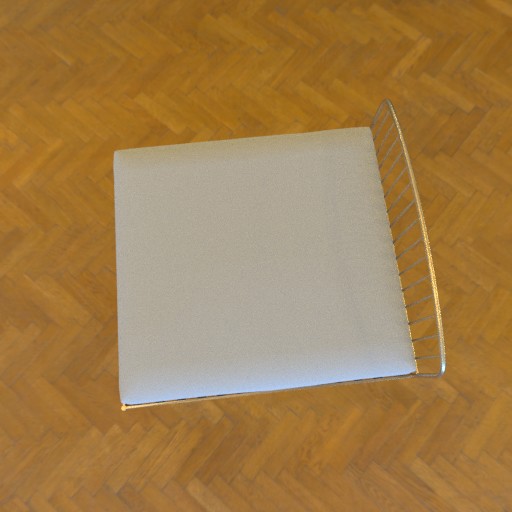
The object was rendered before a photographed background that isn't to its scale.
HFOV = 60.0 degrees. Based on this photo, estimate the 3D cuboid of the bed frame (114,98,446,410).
[{"bbox_3d":[0.000,0.000,3.346,2.152,1.174,2.016,-6,75,-2],"label":"bed frame"}]
